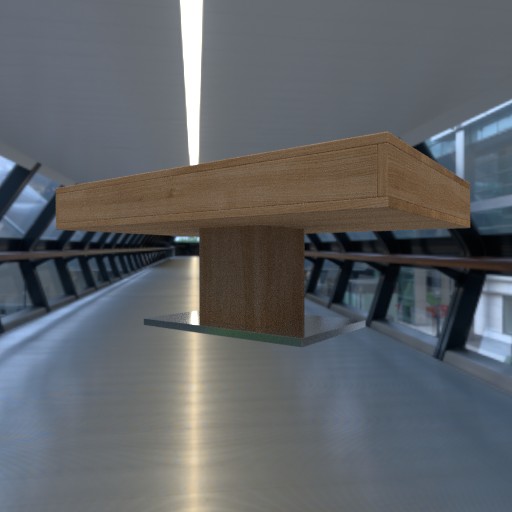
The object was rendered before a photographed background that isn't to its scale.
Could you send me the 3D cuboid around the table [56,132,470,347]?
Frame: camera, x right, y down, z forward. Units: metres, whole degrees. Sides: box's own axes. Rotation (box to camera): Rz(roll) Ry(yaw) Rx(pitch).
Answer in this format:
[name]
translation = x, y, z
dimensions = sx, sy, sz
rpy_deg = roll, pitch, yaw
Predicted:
[table]
translation = 0.000, 0.000, 1.392
dimensions = 1.100, 0.440, 0.700
rpy_deg = 0, 0, 37
